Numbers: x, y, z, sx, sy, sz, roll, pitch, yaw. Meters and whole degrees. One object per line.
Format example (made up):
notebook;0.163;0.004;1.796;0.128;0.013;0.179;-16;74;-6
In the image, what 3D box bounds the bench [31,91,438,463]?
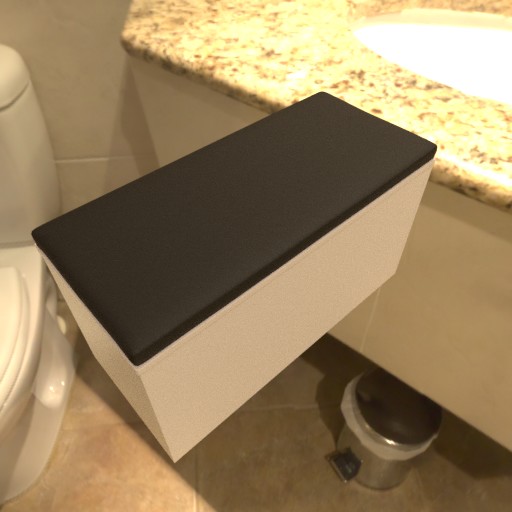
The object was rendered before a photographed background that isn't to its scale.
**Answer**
bench;0.000;0.000;1.186;0.899;0.500;0.401;-34;56;-27
